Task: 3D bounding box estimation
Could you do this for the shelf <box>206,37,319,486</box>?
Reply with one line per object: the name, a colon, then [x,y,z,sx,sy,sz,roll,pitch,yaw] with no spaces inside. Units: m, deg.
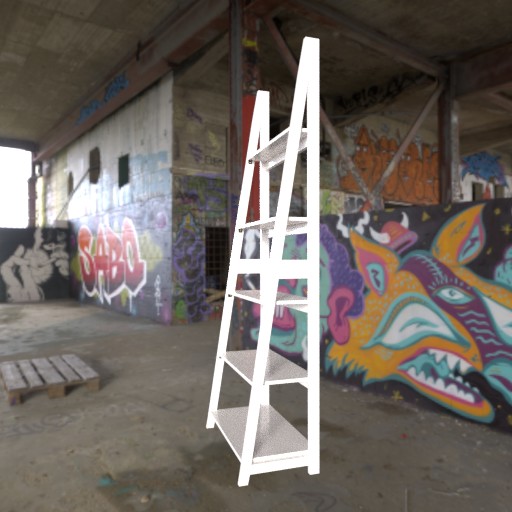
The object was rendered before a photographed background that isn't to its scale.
shelf: [0.000,0.000,2.063,0.341,1.779,0.636,0,0,-18]
